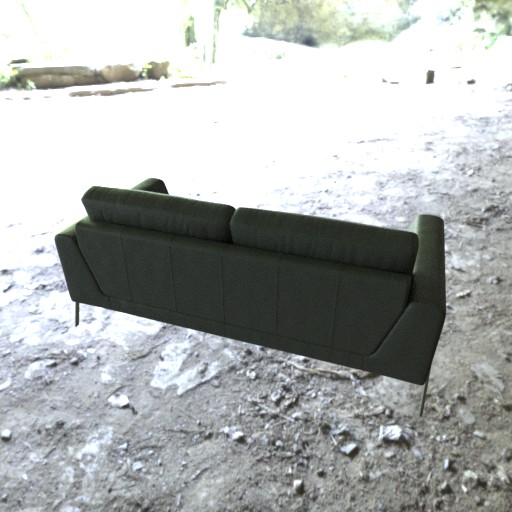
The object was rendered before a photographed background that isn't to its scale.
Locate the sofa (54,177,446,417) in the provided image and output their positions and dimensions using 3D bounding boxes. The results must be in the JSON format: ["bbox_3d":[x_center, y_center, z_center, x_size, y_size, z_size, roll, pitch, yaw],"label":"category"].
[{"bbox_3d":[0.000,0.000,2.567,2.017,0.875,0.953,10,32,17],"label":"sofa"}]
